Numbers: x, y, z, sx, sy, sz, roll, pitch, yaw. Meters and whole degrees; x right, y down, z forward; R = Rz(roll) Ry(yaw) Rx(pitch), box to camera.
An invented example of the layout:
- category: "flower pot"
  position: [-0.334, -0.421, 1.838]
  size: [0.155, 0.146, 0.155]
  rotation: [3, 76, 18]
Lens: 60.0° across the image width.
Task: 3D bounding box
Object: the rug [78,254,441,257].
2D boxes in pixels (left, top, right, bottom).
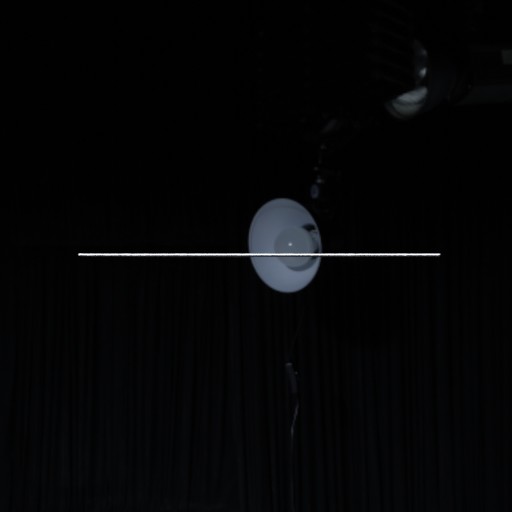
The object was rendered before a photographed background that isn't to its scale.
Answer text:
- category: "rug"
  position: [0.000, 0.000, 3.086]
  size: [1.546, 0.010, 2.442]
  rotation: [0, 0, -1]
